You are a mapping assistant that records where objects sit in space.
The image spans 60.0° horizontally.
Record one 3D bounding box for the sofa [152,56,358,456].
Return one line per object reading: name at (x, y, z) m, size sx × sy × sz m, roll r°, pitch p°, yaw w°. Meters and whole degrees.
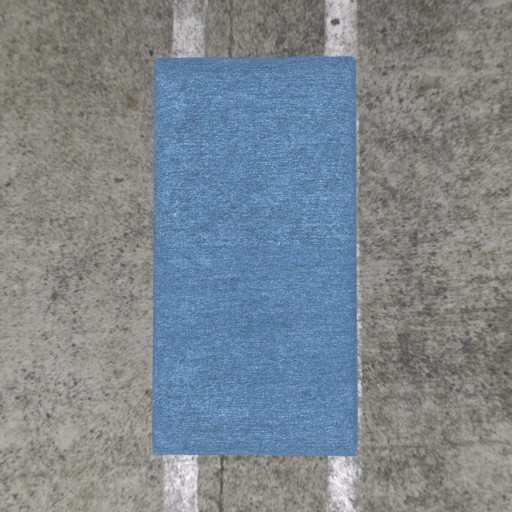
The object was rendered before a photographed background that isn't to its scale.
sofa at (0.000, 0.000, 1.173) m, size 0.480 × 0.470 × 0.930 m, roll 0°, pitch 89°, yaw 1°
